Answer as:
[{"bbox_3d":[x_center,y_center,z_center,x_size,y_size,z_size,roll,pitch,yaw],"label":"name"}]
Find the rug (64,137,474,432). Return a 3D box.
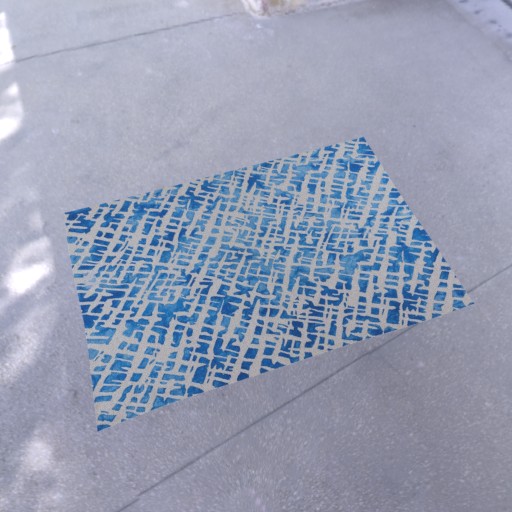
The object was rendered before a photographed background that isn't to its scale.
[{"bbox_3d":[0.000,0.000,2.300,1.830,0.011,1.209,-16,60,-10],"label":"rug"}]
